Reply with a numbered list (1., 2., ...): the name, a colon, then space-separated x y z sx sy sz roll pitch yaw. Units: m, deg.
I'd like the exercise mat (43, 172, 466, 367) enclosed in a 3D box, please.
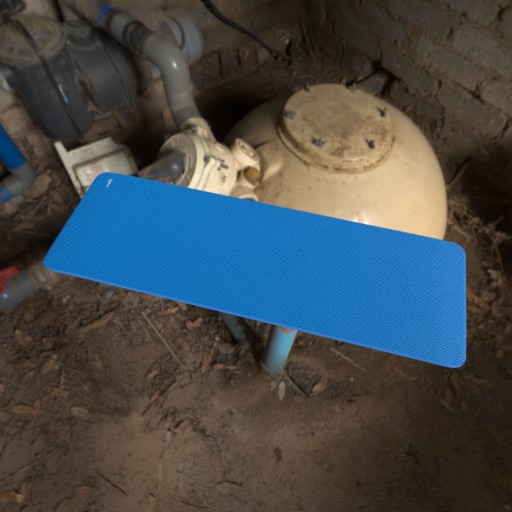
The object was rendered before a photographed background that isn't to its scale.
1. exercise mat: 0.000 0.000 2.036 1.869 0.021 0.616 13 58 8
